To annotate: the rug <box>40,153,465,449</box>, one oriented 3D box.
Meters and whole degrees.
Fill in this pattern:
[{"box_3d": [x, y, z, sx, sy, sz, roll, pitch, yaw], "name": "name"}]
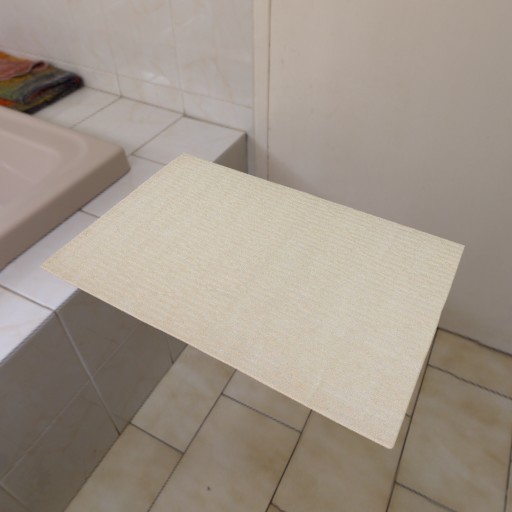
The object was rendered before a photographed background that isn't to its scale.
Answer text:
[{"box_3d": [0.000, 0.000, 2.294, 1.848, 0.014, 1.238, 22, 49, 21], "name": "rug"}]
